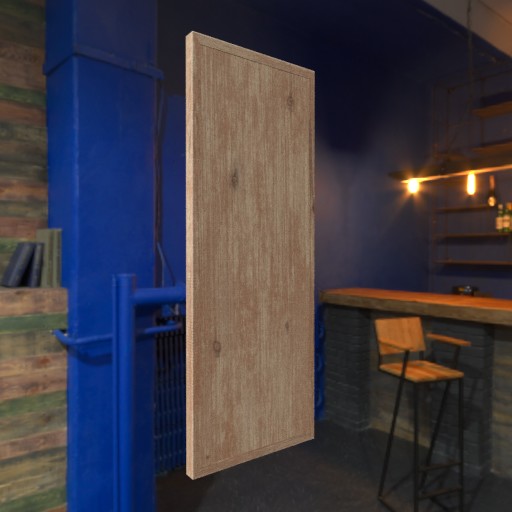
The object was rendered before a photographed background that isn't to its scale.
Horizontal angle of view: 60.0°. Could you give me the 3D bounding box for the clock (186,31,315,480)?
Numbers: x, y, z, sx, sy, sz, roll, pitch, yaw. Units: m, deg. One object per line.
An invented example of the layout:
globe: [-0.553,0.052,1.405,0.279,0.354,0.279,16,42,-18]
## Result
clock: [0.000,0.000,1.071,0.361,0.965,0.030,0,1,-36]
